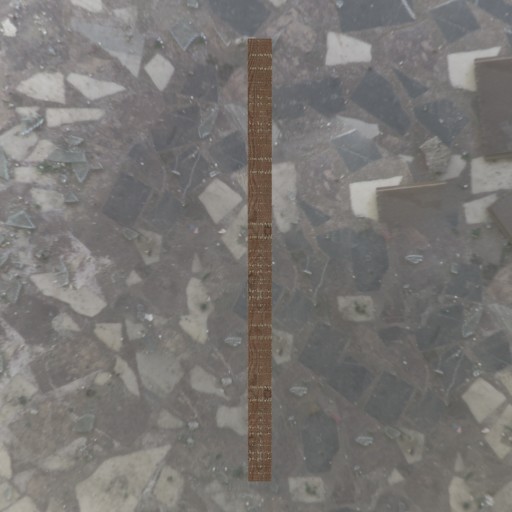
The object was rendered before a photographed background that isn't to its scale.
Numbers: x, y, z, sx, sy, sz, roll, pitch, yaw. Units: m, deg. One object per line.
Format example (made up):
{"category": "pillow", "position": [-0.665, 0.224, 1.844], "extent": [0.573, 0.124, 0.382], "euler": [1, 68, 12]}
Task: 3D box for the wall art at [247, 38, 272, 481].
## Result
{"category": "wall art", "position": [0.000, 0.000, 0.796], "extent": [0.029, 0.531, 0.531], "euler": [0, 92, -1]}
